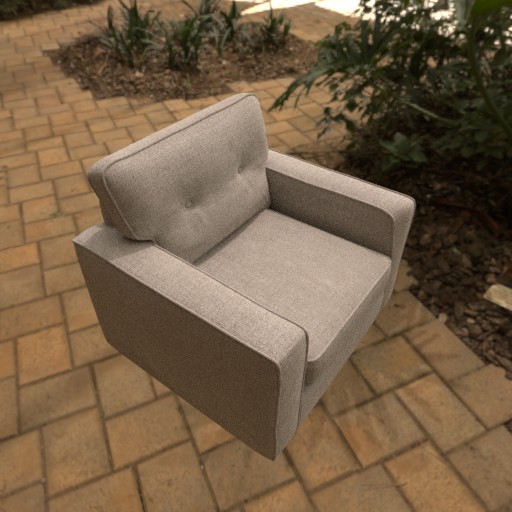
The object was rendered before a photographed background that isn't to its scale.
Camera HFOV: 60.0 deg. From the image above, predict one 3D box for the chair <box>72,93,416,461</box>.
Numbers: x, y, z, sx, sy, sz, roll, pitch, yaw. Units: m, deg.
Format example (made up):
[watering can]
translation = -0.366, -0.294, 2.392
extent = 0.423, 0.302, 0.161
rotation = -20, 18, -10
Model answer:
[chair]
translation = 0.000, 0.000, 1.782
extent = 0.939, 0.965, 1.015
rotation = 26, 47, 27
